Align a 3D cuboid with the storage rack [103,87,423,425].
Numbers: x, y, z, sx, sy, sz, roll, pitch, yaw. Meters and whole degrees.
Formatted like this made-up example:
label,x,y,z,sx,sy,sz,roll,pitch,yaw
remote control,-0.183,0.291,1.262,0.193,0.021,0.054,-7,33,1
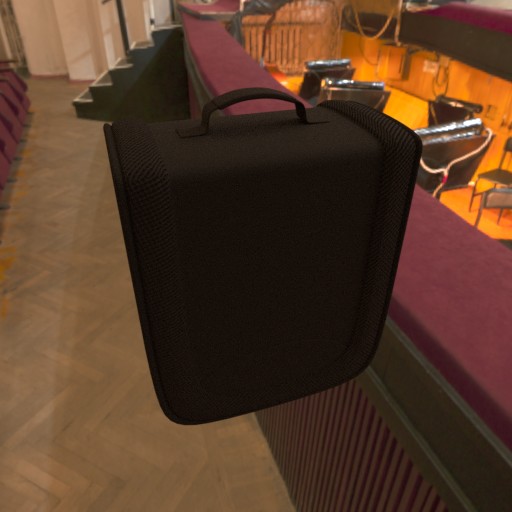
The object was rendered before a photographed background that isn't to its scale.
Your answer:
label,x,y,z,sx,sy,sz,roll,pitch,yaw
storage rack,0.000,0.000,0.542,0.297,0.387,0.168,-11,35,-16
